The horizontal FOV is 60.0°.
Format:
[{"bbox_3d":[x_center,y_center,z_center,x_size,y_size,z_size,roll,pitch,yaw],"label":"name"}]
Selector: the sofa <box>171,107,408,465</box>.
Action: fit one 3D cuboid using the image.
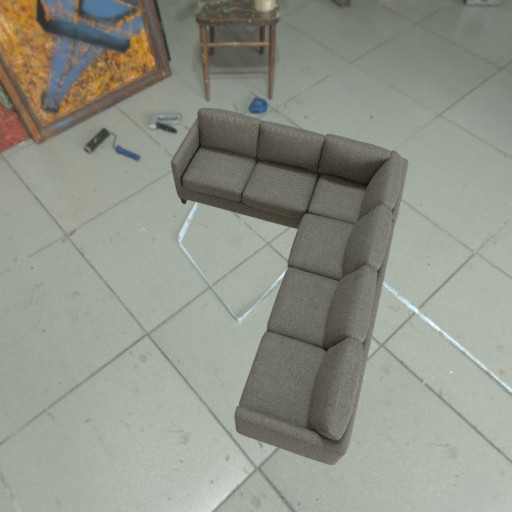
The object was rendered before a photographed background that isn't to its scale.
[{"bbox_3d":[0.000,0.000,4.587,2.593,0.947,3.302,16,58,10],"label":"sofa"}]
